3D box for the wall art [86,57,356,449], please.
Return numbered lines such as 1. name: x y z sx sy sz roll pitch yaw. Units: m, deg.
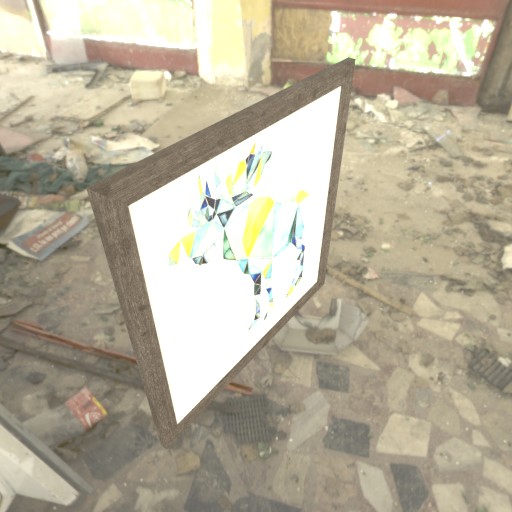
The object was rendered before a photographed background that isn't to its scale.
1. wall art: 0.000 0.000 0.662 0.013 0.457 0.457 27 47 28
